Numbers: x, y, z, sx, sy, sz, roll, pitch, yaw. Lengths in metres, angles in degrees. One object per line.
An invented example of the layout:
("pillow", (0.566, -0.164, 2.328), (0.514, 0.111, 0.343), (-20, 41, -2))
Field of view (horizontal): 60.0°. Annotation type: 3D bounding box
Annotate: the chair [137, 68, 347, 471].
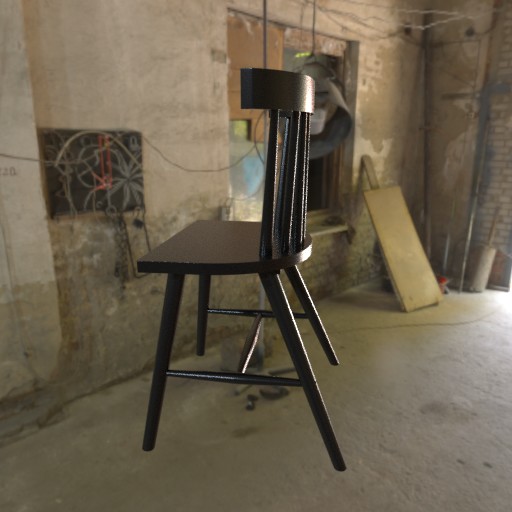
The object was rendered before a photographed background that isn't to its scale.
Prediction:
("chair", (0.000, 0.000, 1.150), (0.483, 0.844, 0.506), (2, 15, 8))
